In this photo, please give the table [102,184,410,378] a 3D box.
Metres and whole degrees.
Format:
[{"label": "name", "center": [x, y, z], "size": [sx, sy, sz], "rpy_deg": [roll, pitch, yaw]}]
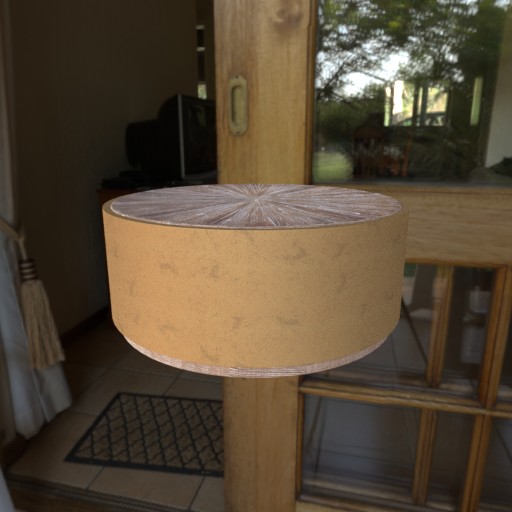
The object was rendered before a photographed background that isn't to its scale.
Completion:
[{"label": "table", "center": [0.000, 0.000, 1.574], "size": [1.001, 0.409, 1.001], "rpy_deg": [0, 15, 0]}]
